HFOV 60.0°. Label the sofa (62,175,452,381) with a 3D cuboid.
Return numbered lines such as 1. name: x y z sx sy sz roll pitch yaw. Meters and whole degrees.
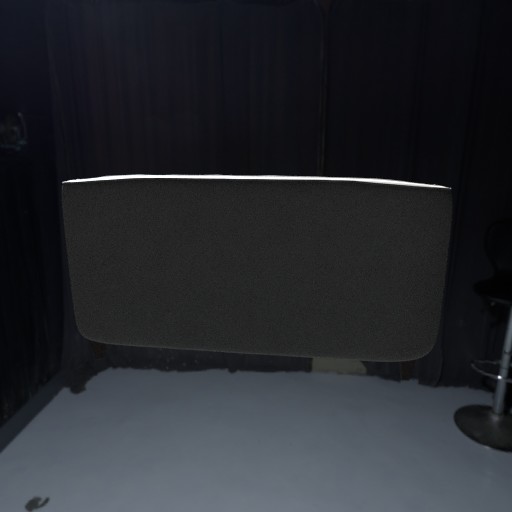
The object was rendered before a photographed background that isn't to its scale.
1. sofa: 0.000 0.000 2.264 1.731 0.878 0.940 2 15 7
